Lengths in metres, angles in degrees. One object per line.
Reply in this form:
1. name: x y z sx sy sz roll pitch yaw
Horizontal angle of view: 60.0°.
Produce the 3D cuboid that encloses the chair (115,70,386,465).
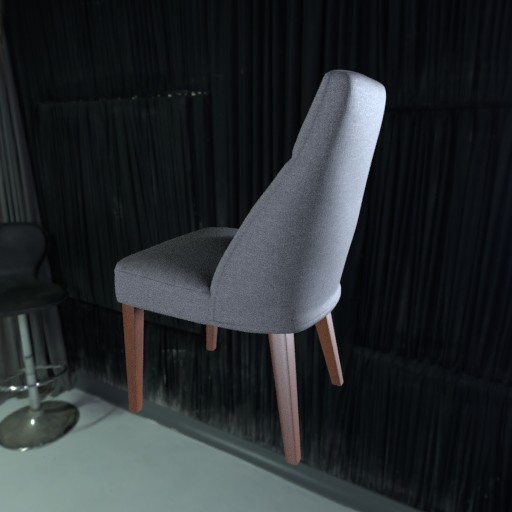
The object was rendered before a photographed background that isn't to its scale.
1. chair: 0.000 0.000 1.254 0.620 0.930 0.500 8 18 25
